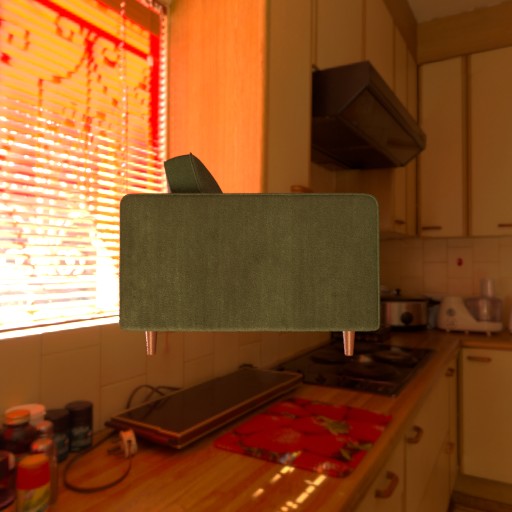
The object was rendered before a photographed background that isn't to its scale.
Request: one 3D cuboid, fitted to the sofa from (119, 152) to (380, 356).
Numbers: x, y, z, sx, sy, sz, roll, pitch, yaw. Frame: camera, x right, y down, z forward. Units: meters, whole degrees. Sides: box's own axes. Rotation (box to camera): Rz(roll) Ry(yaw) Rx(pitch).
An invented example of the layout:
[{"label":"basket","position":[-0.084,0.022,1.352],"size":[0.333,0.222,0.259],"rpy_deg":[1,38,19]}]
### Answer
[{"label":"sofa","position":[0.000,0.000,2.604],"size":[0.918,0.769,2.199],"rpy_deg":[0,-1,1]}]
